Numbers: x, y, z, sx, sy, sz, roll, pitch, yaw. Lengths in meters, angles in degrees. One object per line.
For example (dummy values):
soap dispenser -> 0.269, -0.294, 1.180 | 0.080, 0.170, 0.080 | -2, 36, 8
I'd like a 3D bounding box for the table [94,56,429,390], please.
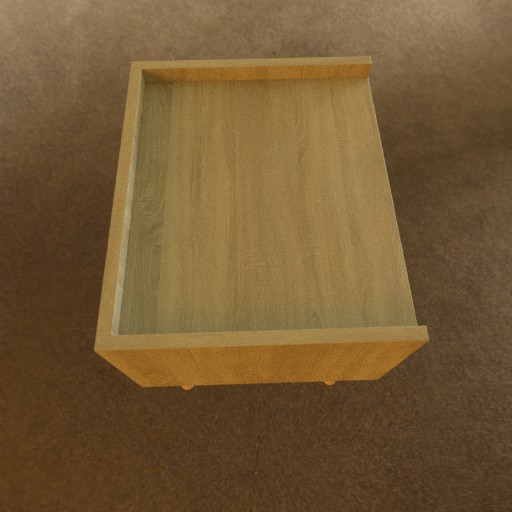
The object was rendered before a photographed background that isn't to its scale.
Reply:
table -> 0.000, 0.000, 0.799 | 0.370, 0.470, 0.450 | -2, 64, -1
